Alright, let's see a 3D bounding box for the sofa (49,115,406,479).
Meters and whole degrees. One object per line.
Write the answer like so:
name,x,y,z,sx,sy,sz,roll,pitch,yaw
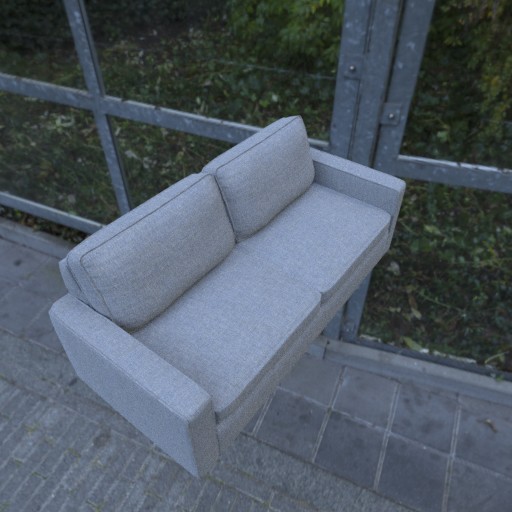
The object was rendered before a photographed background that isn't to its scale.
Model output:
sofa,0.000,0.000,2.562,0.945,0.918,2.078,27,49,26
